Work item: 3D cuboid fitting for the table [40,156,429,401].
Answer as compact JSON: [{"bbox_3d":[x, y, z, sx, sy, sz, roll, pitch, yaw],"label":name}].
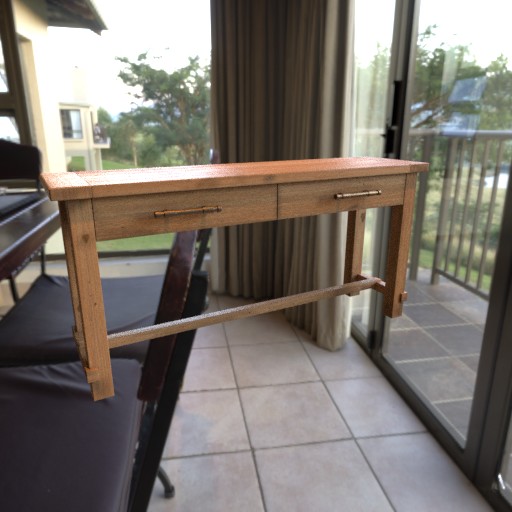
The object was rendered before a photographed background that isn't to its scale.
[{"bbox_3d":[0.000,0.000,1.944,1.599,0.762,0.442,-9,20,-27],"label":"table"}]
